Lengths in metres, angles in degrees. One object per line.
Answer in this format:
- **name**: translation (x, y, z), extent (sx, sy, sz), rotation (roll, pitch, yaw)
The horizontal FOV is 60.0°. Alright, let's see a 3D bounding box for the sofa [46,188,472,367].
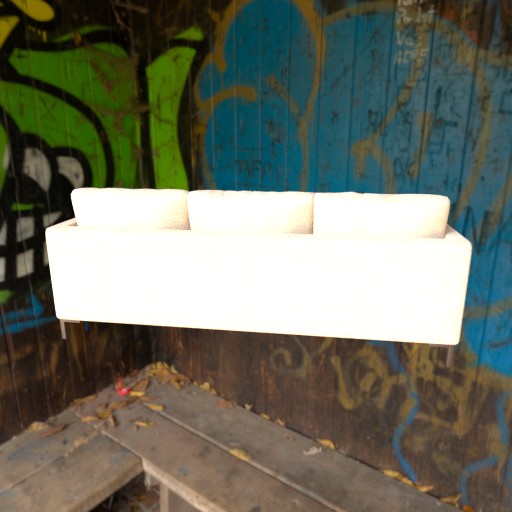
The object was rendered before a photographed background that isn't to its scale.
- **sofa**: translation (0.000, 0.000, 2.719), extent (2.218, 0.874, 0.859), rotation (2, 16, 8)
